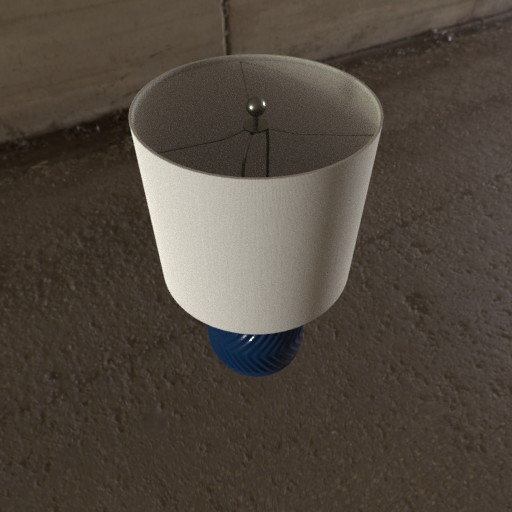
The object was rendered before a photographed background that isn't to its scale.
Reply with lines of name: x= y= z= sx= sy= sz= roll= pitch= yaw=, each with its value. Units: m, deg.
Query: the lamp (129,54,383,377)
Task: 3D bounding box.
lamp: x=0.000 y=0.000 z=0.489 sx=0.203 sy=0.368 sz=0.203 roll=16 pitch=48 yaw=15
